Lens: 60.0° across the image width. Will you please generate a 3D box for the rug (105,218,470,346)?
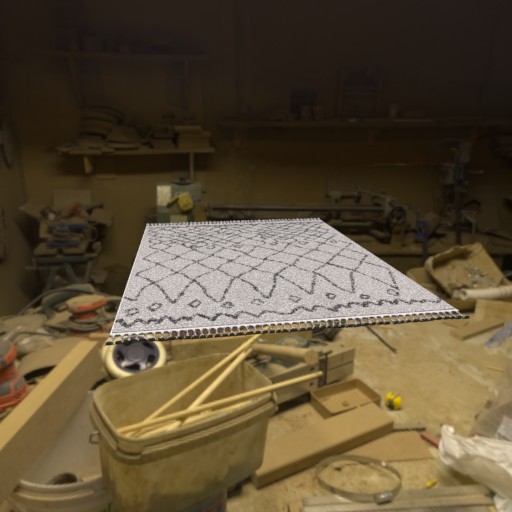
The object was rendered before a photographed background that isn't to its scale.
[{"bbox_3d":[0.000,0.000,2.994,1.613,0.017,2.312,-3,16,-9],"label":"rug"}]
